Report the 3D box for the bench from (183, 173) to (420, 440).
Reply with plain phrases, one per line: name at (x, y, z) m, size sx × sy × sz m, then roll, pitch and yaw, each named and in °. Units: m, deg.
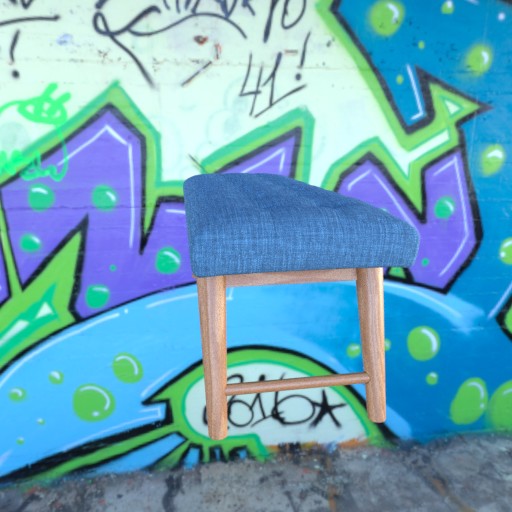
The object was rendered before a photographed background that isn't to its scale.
bench at (0.000, 0.000, 1.319) m, size 0.406 × 0.432 × 1.118 m, roll -2°, pitch 15°, yaw -9°
